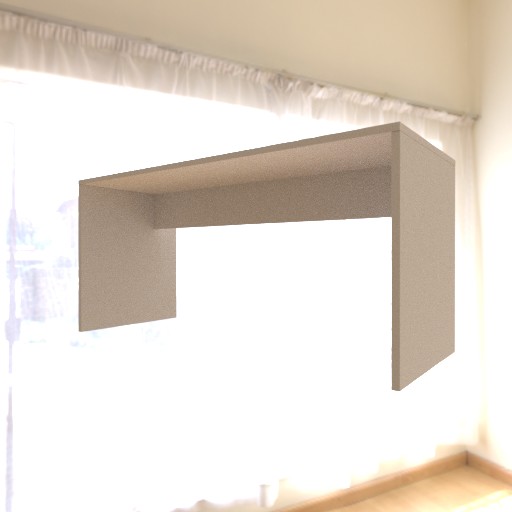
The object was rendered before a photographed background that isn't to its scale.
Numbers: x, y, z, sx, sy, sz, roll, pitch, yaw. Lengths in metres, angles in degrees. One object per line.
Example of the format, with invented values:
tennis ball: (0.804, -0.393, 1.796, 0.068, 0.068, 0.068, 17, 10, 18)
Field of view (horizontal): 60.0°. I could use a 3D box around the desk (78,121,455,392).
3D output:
desk: (0.000, 0.000, 2.029, 1.600, 0.750, 0.802, 0, 0, 37)
